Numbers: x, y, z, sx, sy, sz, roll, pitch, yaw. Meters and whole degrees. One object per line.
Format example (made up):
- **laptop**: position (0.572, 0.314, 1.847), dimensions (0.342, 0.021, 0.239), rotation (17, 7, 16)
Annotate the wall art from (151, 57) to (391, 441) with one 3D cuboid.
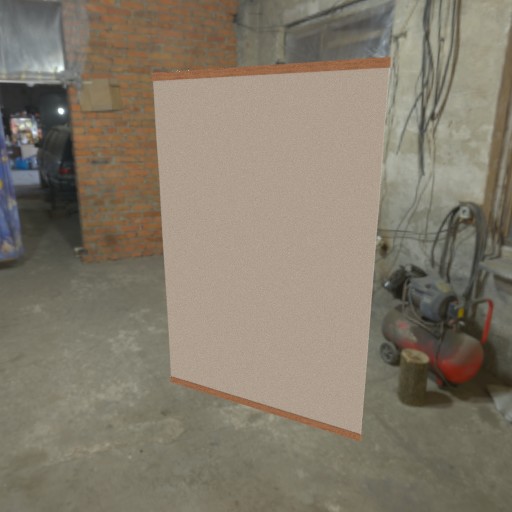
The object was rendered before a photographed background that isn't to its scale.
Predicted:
- **wall art**: position (0.000, 0.000, 1.922), dimensions (1.019, 1.527, 0.019), rotation (8, 18, 26)
